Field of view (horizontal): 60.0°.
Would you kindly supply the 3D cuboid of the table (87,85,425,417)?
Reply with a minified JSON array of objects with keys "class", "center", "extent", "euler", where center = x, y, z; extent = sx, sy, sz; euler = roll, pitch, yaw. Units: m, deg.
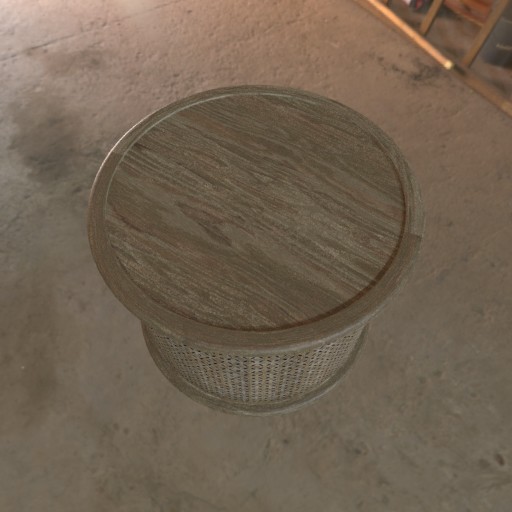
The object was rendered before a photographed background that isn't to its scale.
[{"class":"table","center":[0.000,0.000,0.993],"extent":[0.607,0.450,0.607],"euler":[0,59,0]}]
